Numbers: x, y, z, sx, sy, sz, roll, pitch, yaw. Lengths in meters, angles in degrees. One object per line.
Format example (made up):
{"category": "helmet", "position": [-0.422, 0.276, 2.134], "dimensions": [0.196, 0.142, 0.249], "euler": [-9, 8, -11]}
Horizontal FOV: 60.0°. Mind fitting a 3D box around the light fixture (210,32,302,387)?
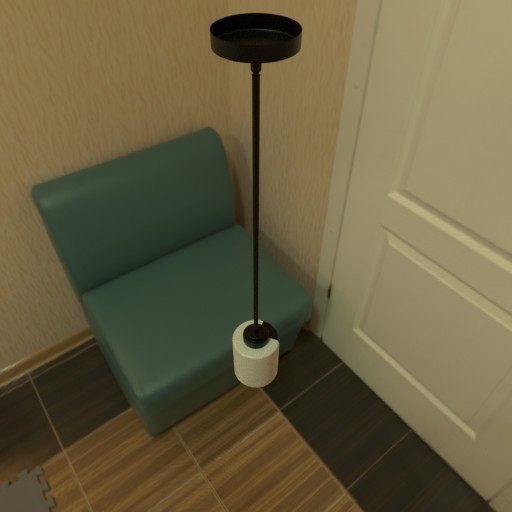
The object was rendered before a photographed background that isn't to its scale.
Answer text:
{"category": "light fixture", "position": [0.000, 0.000, 0.897], "dimensions": [0.123, 0.863, 0.123], "euler": [17, 48, 16]}
